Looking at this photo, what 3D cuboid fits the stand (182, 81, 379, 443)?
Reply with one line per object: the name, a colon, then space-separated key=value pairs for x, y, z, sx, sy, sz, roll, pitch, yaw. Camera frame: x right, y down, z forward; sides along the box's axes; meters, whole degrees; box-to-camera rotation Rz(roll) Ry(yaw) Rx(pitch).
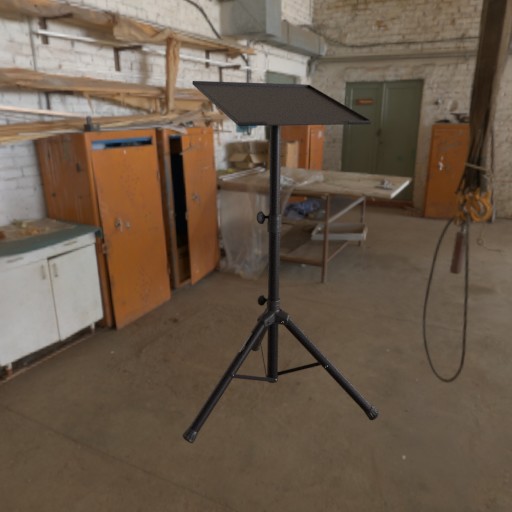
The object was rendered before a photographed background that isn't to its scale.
stand: x=0.000 y=0.000 z=1.624 sx=0.702 sy=1.198 sz=0.702 roll=-9 pitch=20 yaw=-26
